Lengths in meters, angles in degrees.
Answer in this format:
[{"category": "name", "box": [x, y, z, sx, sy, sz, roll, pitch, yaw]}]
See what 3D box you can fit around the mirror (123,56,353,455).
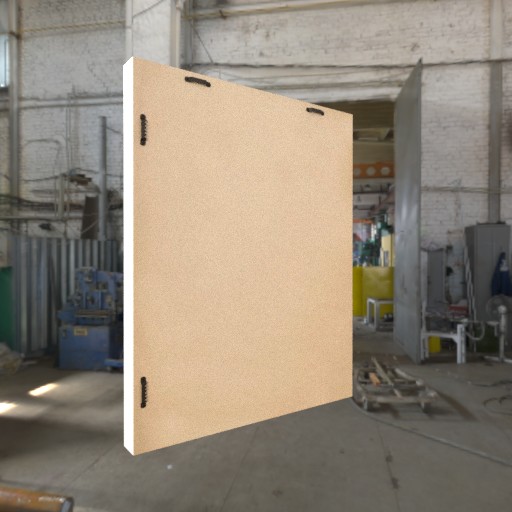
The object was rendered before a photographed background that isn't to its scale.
[{"category": "mirror", "box": [0.000, 0.000, 0.693, 0.405, 0.508, 0.041, 0, 0, -35]}]
